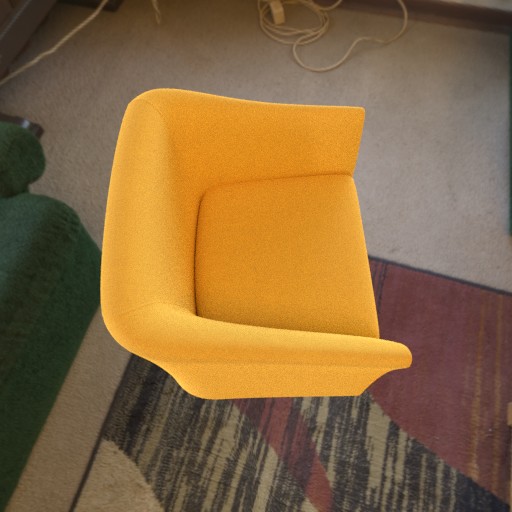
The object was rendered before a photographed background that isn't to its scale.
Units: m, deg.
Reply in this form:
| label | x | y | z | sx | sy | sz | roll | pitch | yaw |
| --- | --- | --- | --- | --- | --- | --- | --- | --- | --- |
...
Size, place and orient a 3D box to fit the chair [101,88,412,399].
| label | x | y | z | sx | sy | sz | roll | pitch | yaw |
| --- | --- | --- | --- | --- | --- | --- | --- | --- | --- |
| chair | 0.000 | 0.000 | 1.358 | 0.700 | 0.720 | 0.790 | -2 | 64 | -1 |
